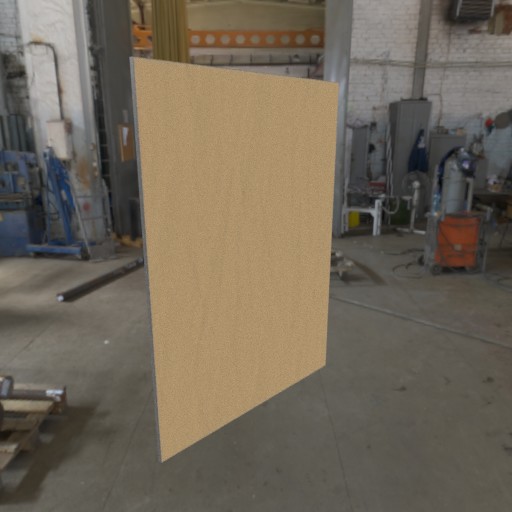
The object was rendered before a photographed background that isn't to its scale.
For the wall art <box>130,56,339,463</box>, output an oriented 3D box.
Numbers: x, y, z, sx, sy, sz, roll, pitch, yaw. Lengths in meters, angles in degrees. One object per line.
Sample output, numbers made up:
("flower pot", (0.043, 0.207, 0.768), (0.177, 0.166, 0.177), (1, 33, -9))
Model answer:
("wall art", (0.000, 0.000, 1.449), (0.810, 1.116, 0.016), (-15, 22, -43))
